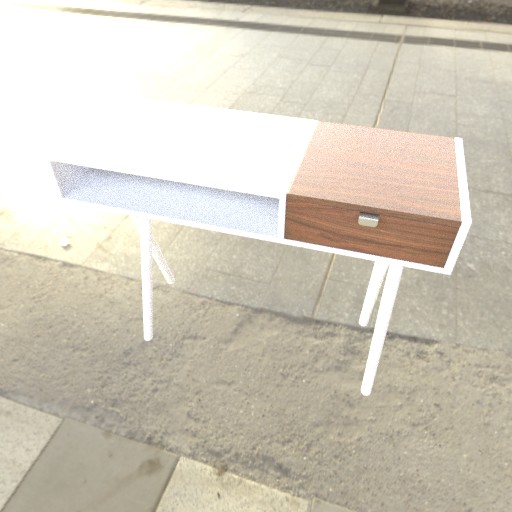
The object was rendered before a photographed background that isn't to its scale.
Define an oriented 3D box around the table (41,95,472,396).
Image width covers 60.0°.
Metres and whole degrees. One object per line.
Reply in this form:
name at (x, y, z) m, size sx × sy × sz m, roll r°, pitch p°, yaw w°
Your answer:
table at (0.000, 0.000, 1.450) m, size 1.066 × 0.785 × 0.418 m, roll 11°, pitch 43°, yaw 12°
